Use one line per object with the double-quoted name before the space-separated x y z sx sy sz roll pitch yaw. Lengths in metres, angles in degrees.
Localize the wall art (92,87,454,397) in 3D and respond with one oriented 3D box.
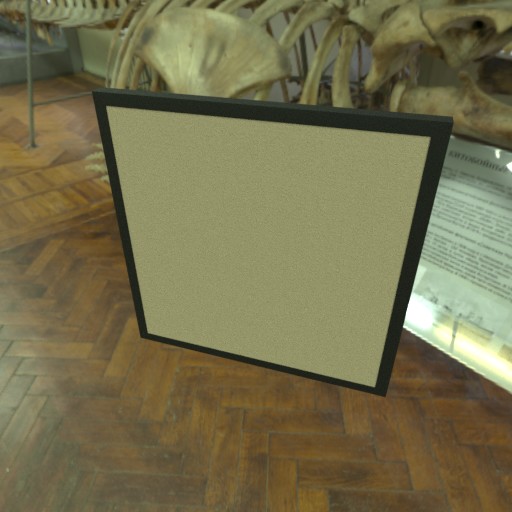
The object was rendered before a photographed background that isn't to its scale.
"wall art" 0.000 0.000 0.450 0.306 0.304 0.015 10 35 15
